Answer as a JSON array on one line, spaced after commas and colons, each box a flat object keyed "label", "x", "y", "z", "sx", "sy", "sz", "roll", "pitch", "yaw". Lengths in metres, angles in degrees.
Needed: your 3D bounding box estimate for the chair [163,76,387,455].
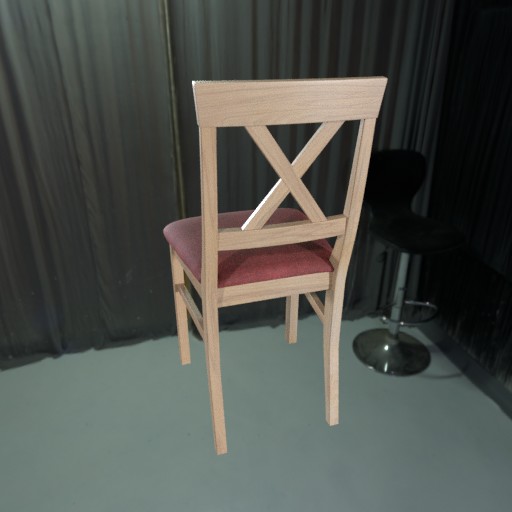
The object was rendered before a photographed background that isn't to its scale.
[{"label": "chair", "x": 0.000, "y": 0.000, "z": 1.184, "sx": 0.439, "sy": 0.912, "sz": 0.492, "roll": -8, "pitch": 27, "yaw": -16}]
